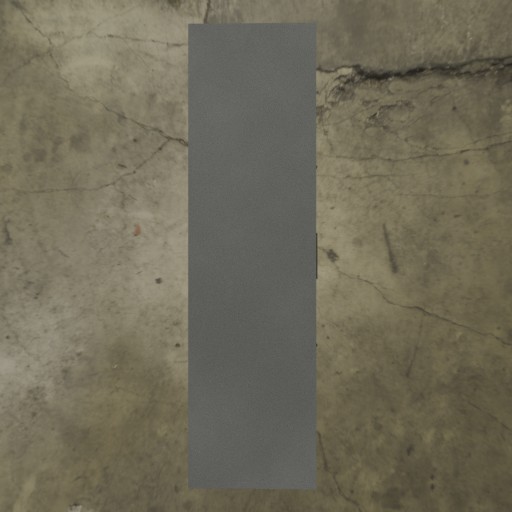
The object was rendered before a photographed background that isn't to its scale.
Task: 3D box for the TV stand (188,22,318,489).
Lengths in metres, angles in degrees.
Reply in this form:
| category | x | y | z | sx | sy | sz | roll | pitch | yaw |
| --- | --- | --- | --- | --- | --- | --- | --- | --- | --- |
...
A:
| category | x | y | z | sx | sy | sz | roll | pitch | yaw |
| --- | --- | --- | --- | --- | --- | --- | --- | --- | --- |
| TV stand | 0.000 | 0.000 | 1.612 | 0.400 | 0.560 | 1.400 | 0 | 90 | 1 |
